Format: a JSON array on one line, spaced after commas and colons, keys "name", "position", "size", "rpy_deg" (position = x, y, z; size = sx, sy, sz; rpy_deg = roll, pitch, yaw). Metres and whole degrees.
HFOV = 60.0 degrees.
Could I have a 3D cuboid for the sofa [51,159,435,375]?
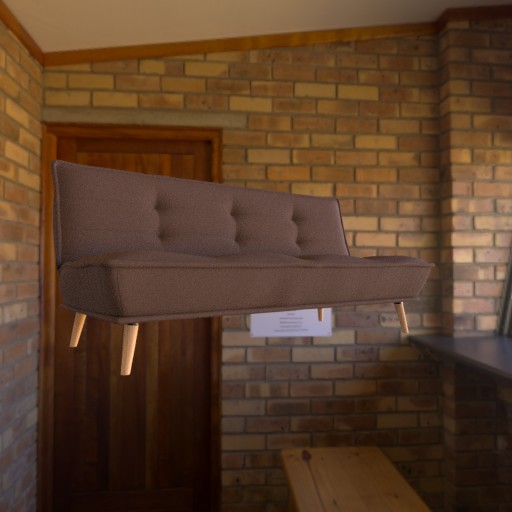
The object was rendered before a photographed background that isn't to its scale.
[{"name": "sofa", "position": [0.000, 0.000, 2.390], "size": [1.940, 0.890, 0.950], "rpy_deg": [1, -2, -37]}]
